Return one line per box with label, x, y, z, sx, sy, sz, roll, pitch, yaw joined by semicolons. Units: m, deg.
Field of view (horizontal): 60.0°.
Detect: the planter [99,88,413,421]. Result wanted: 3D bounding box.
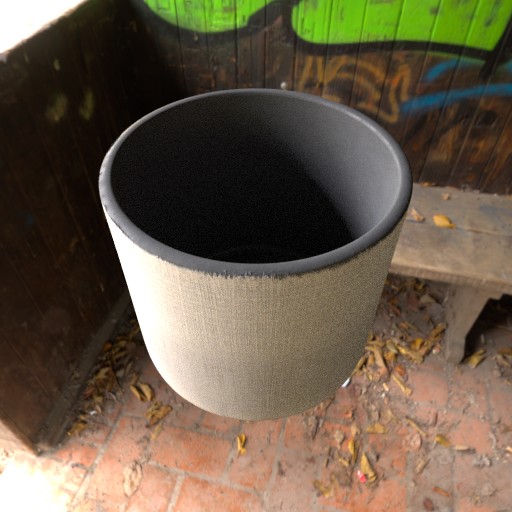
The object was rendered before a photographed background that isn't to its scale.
planter;0.000;0.000;0.385;0.221;0.201;0.221;0;47;0
